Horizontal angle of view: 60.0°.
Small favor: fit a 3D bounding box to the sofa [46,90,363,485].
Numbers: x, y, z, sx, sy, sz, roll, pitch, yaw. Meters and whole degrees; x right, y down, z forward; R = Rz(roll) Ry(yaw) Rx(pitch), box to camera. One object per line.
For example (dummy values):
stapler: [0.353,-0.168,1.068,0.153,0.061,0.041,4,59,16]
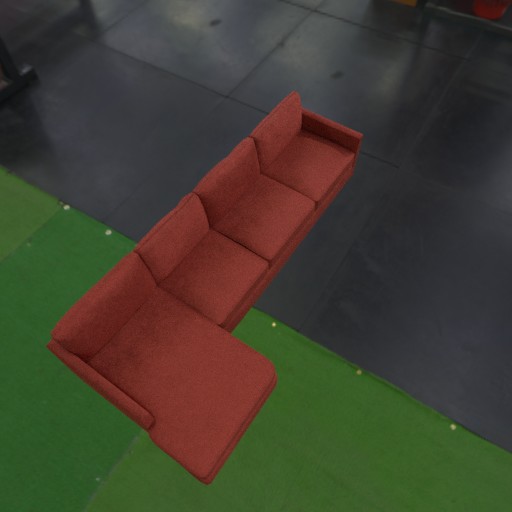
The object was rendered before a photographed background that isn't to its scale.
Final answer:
sofa: [0.000,0.000,3.970,1.500,0.967,3.400,30,62,18]
